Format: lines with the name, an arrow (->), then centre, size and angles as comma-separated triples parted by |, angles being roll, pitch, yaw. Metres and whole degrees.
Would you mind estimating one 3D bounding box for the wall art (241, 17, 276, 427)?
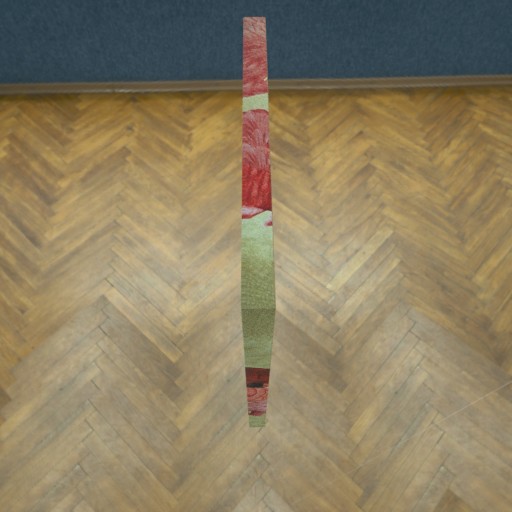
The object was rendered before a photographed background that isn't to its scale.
wall art -> 0.000, 0.000, 0.677 | 0.028, 0.508, 0.406 | 0, 59, 0
